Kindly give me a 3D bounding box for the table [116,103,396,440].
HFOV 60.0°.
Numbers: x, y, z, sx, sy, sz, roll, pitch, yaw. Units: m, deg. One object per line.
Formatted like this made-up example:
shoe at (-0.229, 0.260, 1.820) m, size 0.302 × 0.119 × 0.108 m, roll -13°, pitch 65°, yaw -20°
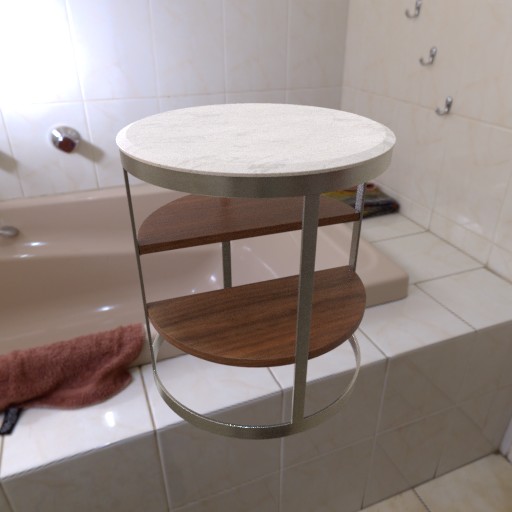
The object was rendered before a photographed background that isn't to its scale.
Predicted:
table at (0.000, 0.000, 0.774) m, size 0.407 × 0.447 × 0.407 m, roll 0°, pitch 29°, yaw 0°
